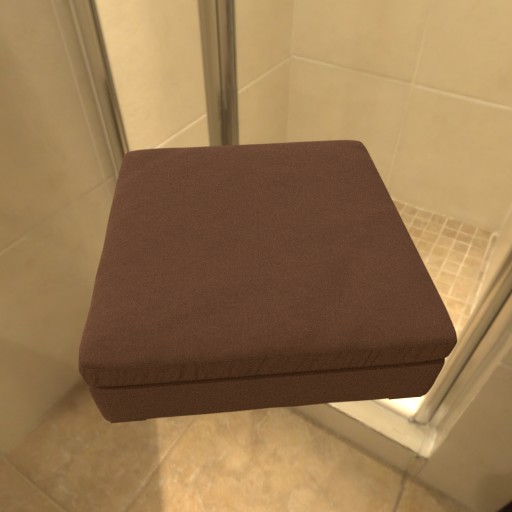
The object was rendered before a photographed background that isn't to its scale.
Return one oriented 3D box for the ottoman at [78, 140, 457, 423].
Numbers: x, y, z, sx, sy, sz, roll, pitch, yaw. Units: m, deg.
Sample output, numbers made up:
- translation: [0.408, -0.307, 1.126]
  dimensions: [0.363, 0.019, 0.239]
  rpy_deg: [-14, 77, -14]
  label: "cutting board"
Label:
- translation: [0.000, 0.000, 1.838]
  dimensions: [1.181, 0.470, 1.181]
  rpy_deg: [-4, 45, -4]
  label: "ottoman"
